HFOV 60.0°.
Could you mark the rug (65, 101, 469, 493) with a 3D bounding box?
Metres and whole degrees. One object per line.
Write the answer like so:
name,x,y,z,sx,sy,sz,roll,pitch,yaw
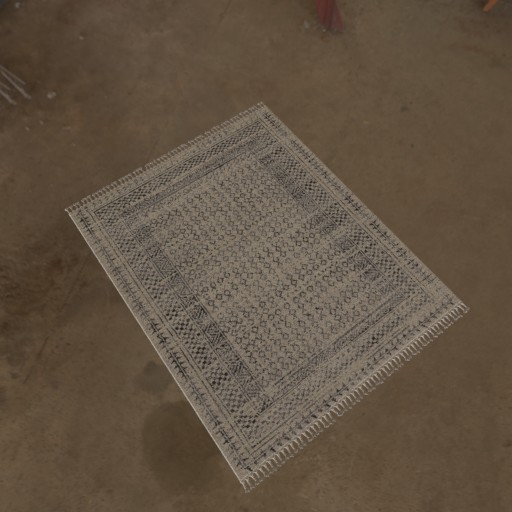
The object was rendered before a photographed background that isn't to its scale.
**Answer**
rug,0.000,0.000,3.923,2.312,0.013,2.940,-33,68,-15
